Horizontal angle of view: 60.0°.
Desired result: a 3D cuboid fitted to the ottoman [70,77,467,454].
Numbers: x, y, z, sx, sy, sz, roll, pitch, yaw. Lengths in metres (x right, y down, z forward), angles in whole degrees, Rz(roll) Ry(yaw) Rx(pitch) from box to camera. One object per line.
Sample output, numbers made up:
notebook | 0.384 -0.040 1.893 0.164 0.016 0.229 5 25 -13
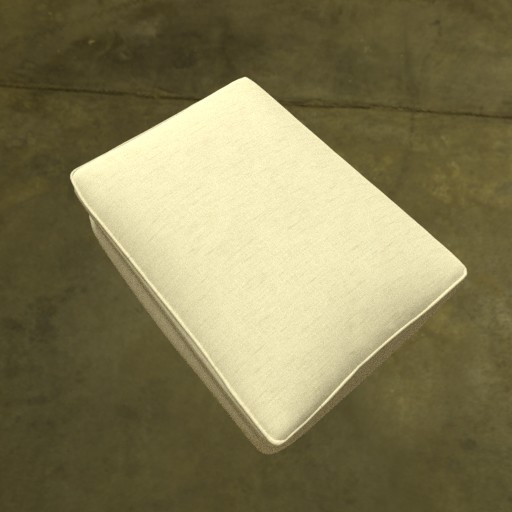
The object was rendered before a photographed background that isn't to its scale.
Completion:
ottoman | 0.000 0.000 0.959 0.501 0.406 0.665 -36 68 -17
